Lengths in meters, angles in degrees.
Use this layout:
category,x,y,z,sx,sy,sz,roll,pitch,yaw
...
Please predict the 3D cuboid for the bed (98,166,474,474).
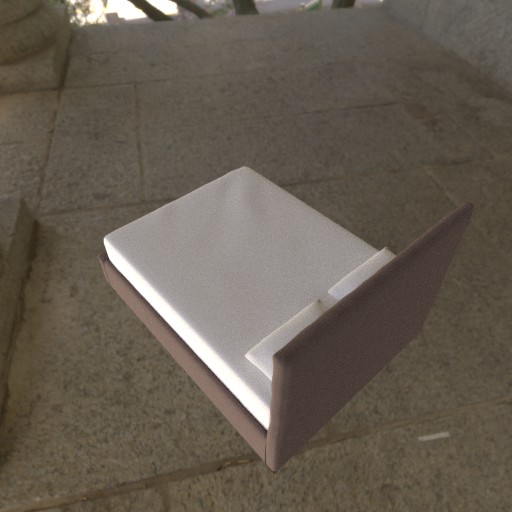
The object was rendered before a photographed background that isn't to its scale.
category,x,y,z,sx,sy,sz,roll,pitch,yaw
bed,0.000,0.000,3.419,1.696,1.426,2.233,-33,54,-28
